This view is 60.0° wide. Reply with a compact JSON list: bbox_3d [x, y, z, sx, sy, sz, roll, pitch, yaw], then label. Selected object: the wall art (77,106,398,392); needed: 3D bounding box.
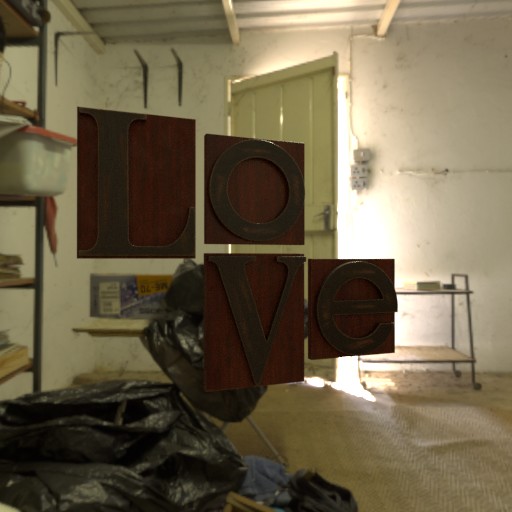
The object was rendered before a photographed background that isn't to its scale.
[{"bbox_3d":[0.000,0.000,0.846,0.635,0.497,0.030,0,0,-20],"label":"wall art"}]
